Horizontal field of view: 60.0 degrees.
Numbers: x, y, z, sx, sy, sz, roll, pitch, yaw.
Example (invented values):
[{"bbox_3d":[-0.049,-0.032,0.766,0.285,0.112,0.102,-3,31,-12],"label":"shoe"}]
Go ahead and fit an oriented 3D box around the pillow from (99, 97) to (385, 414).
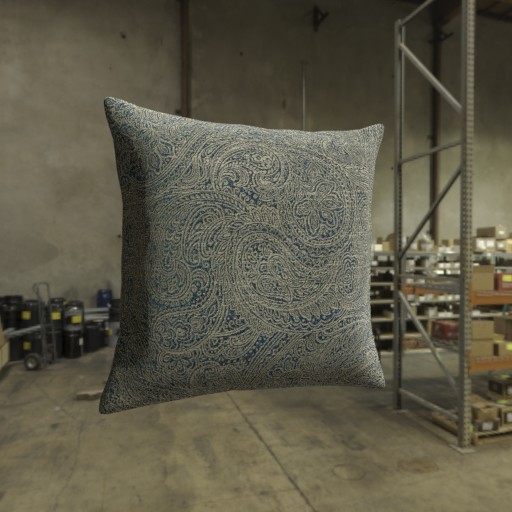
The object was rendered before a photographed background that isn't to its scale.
[{"bbox_3d":[0.000,0.000,0.781,0.523,0.510,0.166,0,0,-17],"label":"pillow"}]
